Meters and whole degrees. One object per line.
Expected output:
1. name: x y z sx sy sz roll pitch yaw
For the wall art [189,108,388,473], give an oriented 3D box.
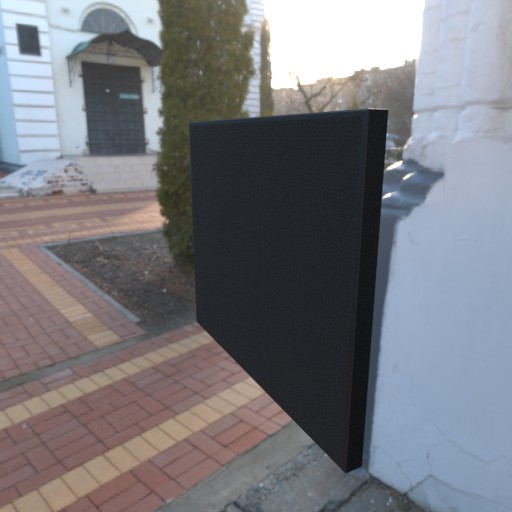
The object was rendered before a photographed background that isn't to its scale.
1. wall art: 0.000 0.000 0.768 0.029 0.458 0.559 -8 17 -27
